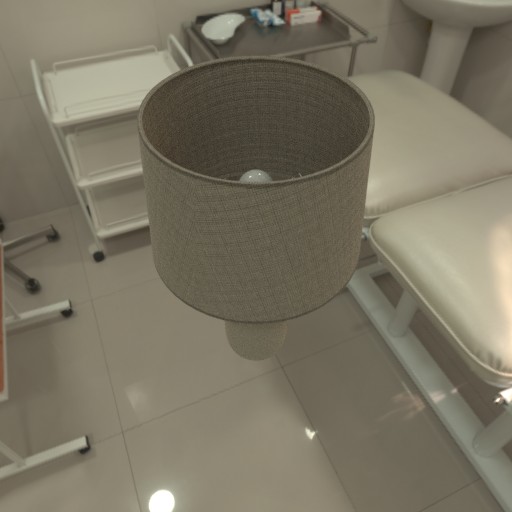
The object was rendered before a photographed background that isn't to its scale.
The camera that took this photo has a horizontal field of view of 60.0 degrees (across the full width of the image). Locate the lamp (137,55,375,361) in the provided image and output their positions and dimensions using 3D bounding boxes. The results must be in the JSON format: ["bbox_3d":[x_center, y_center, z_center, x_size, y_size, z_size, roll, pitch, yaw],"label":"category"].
[{"bbox_3d":[0.000,0.000,0.832,0.367,0.609,0.367,0,49,0],"label":"lamp"}]
